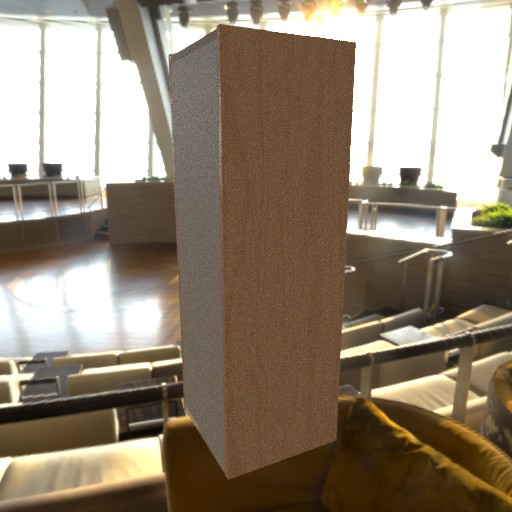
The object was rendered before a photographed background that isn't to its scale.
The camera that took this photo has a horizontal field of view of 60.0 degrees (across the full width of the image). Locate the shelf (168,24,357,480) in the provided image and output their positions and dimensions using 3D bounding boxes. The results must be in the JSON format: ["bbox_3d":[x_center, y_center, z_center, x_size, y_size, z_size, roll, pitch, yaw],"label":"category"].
[{"bbox_3d":[0.000,0.000,1.043,0.290,0.900,0.300,-7,16,-26],"label":"shelf"}]
